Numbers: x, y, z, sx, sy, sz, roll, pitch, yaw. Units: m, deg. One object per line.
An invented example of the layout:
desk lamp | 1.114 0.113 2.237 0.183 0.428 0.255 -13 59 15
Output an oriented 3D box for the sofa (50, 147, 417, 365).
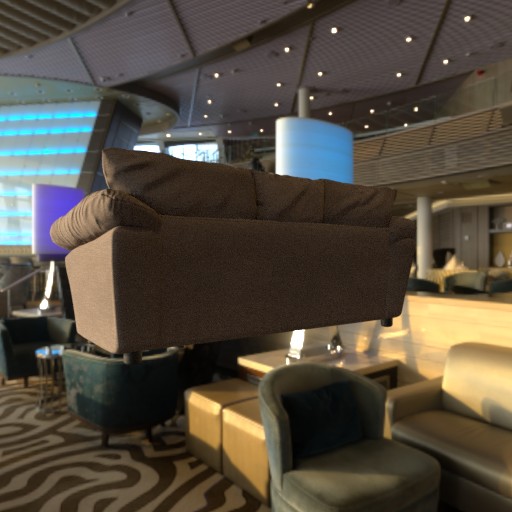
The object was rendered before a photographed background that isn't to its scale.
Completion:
sofa | 0.000 0.000 2.923 2.390 1.043 0.927 0 0 -36
